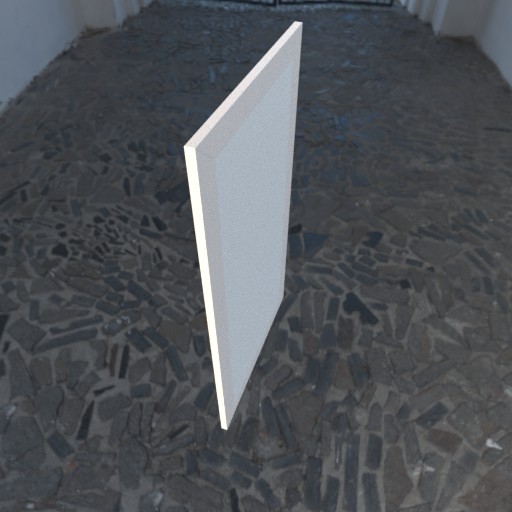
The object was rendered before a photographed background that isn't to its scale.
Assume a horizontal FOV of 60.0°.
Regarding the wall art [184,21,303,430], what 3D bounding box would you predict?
[{"bbox_3d":[0.000,0.000,0.813,0.013,0.683,0.380,15,48,14],"label":"wall art"}]
